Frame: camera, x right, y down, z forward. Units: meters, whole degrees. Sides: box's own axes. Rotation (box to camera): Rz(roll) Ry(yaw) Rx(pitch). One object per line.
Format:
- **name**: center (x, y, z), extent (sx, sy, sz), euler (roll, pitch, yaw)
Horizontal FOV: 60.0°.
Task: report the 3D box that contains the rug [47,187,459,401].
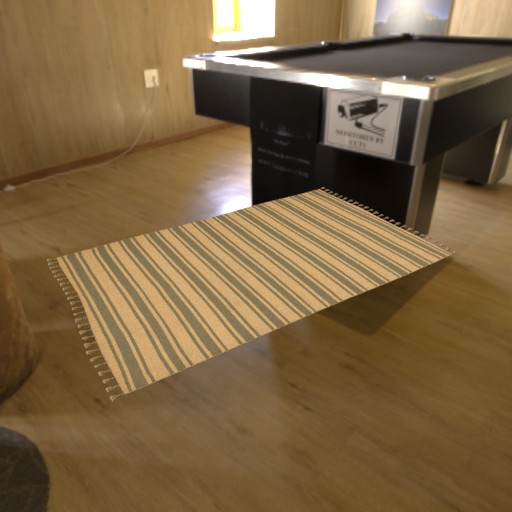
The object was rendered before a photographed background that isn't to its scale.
- **rug**: center (0.000, 0.000, 2.575), extent (2.084, 0.009, 1.222), euler (-18, 35, -28)
